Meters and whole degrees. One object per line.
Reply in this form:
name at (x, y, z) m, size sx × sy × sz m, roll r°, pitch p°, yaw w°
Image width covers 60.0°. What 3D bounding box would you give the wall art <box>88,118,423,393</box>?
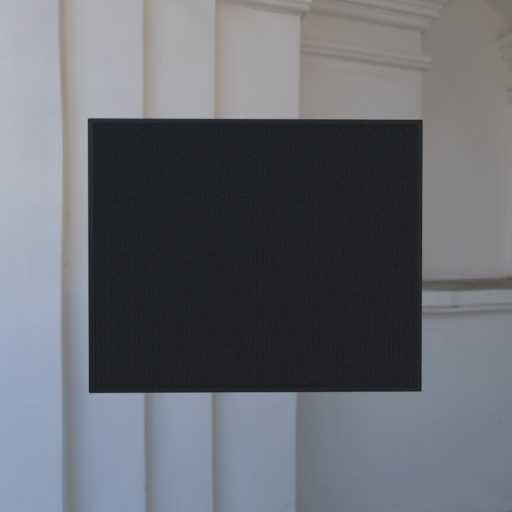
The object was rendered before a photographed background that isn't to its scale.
wall art at (0.000, 0.000, 0.755) m, size 0.559 × 0.458 × 0.029 m, roll 0°, pitch 1°, yaw -1°
